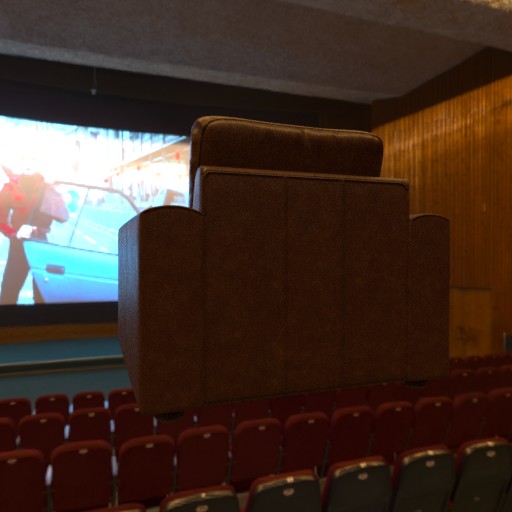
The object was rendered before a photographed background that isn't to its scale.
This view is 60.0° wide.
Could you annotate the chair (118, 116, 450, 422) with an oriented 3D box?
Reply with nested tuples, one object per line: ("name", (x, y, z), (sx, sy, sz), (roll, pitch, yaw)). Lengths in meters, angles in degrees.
("chair", (0.000, 0.000, 1.761), (1.005, 0.873, 1.016), (0, 1, -20))
